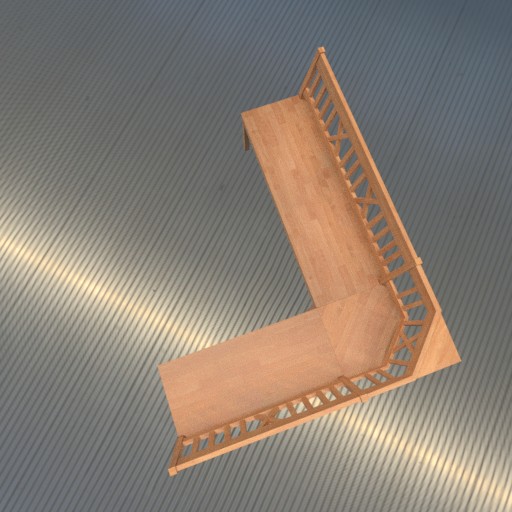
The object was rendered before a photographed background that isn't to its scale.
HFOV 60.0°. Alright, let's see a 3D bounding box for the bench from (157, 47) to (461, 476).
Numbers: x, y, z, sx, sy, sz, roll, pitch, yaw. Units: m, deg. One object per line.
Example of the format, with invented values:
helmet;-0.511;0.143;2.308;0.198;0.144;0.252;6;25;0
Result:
bench;0.000;0.000;2.781;1.537;0.902;1.937;-19;77;-5
